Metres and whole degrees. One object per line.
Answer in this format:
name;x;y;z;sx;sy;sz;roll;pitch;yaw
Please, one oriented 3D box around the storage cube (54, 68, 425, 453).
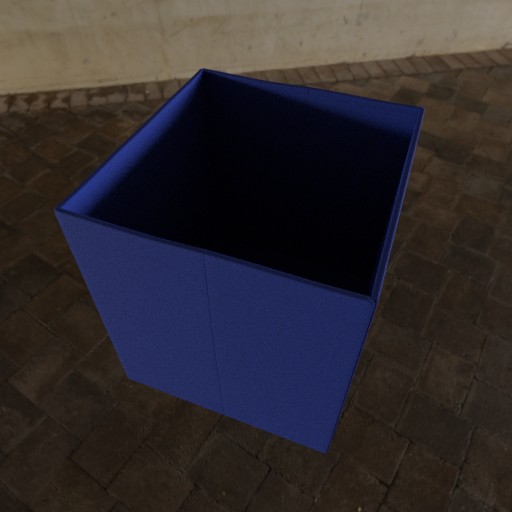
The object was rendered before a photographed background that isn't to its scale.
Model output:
storage cube;0.000;0.000;0.500;0.270;0.280;0.270;16;49;14
